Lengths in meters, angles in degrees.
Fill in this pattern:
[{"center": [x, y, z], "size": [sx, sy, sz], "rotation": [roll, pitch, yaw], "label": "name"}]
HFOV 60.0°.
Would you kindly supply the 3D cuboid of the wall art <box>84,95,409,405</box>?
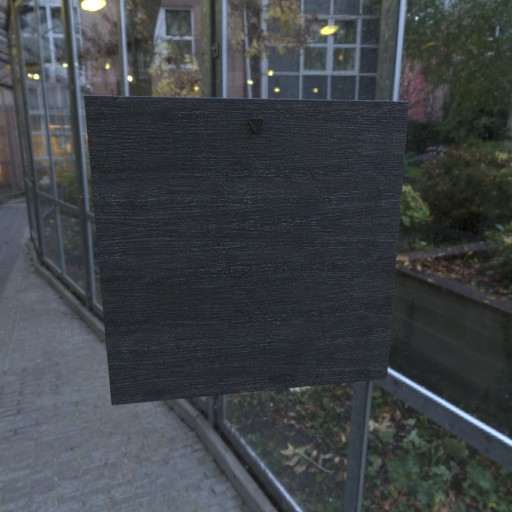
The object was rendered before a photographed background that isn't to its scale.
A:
[{"center": [0.000, 0.000, 0.685], "size": [0.462, 0.459, 0.027], "rotation": [-3, 14, -10], "label": "wall art"}]
